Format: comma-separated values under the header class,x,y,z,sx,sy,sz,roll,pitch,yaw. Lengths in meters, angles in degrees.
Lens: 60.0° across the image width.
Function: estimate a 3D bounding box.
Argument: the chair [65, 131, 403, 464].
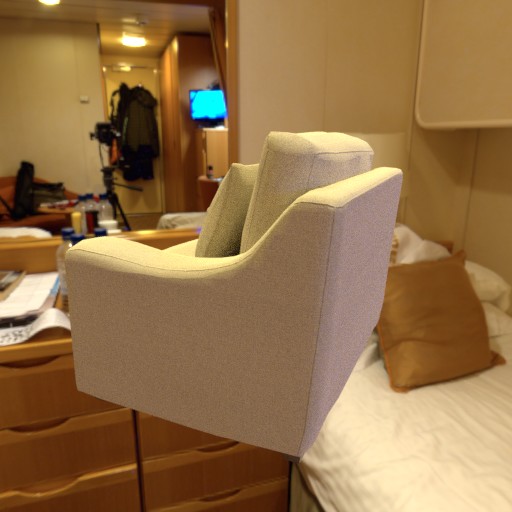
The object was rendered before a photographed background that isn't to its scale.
class,x,y,z,sx,sy,sz,roll,pitch,yaw
chair,0.000,0.000,1.884,1.009,1.016,1.178,7,17,24
